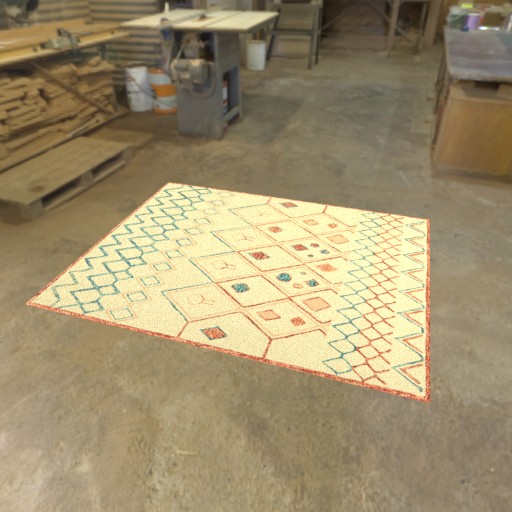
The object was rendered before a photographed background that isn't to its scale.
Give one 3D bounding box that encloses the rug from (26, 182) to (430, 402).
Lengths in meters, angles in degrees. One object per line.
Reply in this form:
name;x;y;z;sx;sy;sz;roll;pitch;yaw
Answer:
rug;0.000;0.000;4.089;3.050;0.016;2.441;10;35;15
